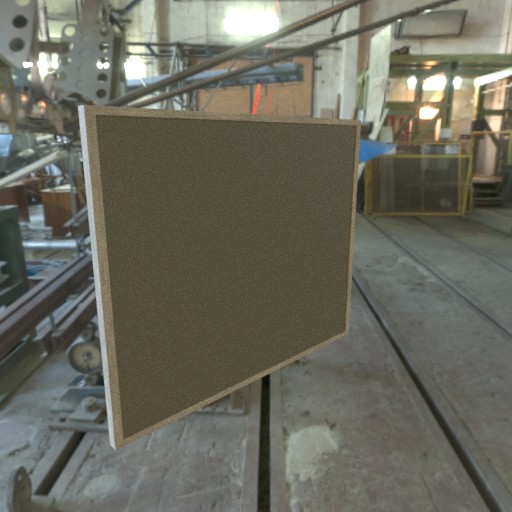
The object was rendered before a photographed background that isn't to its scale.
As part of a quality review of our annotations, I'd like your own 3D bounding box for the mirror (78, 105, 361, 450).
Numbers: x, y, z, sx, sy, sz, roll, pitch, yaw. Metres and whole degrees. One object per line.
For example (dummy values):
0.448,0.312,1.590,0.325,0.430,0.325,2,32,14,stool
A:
0.000,0.000,1.131,0.839,0.689,0.028,-14,20,-42,mirror
